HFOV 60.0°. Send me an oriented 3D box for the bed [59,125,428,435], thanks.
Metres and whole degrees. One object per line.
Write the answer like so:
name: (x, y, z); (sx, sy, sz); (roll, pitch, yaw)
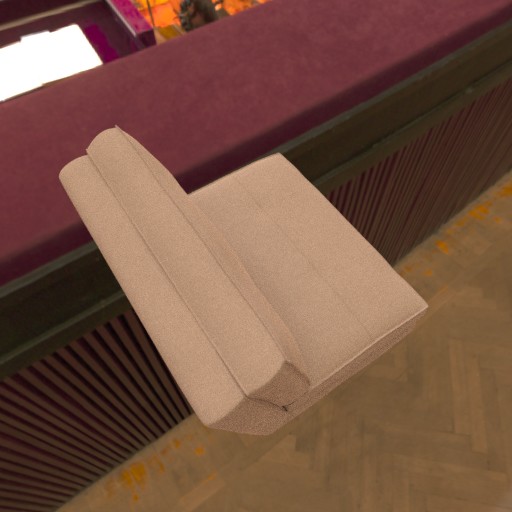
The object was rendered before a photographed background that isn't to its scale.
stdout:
bed: (0.000, 0.000, 1.301); (0.749, 0.614, 0.799); (-30, 63, -17)
